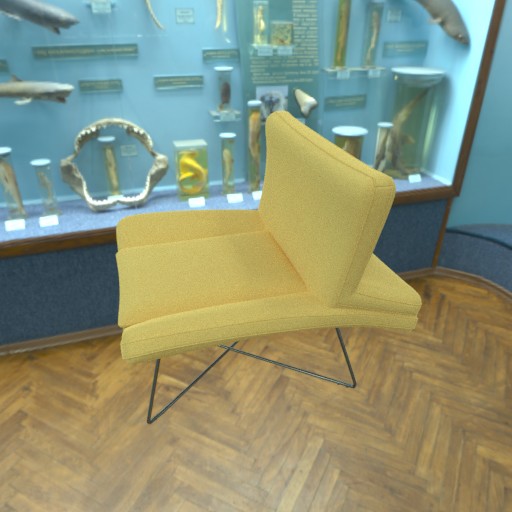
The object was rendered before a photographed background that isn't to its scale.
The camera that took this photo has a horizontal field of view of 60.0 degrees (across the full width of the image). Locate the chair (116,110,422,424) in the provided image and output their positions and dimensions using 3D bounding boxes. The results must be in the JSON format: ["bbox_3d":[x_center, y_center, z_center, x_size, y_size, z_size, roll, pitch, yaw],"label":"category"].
[{"bbox_3d":[0.000,0.000,1.644,1.008,0.855,0.859,-8,31,-14],"label":"chair"}]
